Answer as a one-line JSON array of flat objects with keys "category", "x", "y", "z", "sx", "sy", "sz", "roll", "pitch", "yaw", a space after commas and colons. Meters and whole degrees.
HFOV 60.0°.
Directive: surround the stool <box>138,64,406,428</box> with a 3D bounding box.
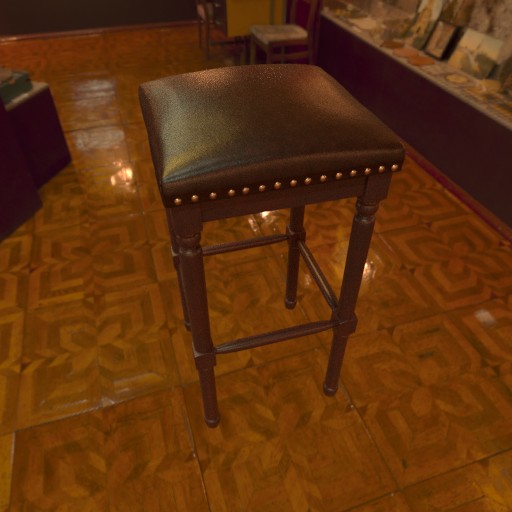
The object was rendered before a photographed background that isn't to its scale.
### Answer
[{"category": "stool", "x": 0.000, "y": 0.000, "z": 0.998, "sx": 0.383, "sy": 0.768, "sz": 0.382, "roll": -11, "pitch": 43, "yaw": -12}]
